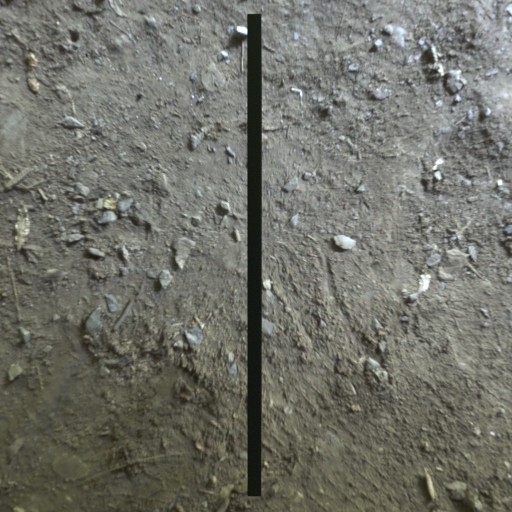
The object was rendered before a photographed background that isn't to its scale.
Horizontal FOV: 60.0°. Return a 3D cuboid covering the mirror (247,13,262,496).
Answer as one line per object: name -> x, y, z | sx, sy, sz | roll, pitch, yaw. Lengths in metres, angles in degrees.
mirror -> 0.000, 0.000, 1.798 | 0.047, 0.692, 1.584 | 0, 92, 1
